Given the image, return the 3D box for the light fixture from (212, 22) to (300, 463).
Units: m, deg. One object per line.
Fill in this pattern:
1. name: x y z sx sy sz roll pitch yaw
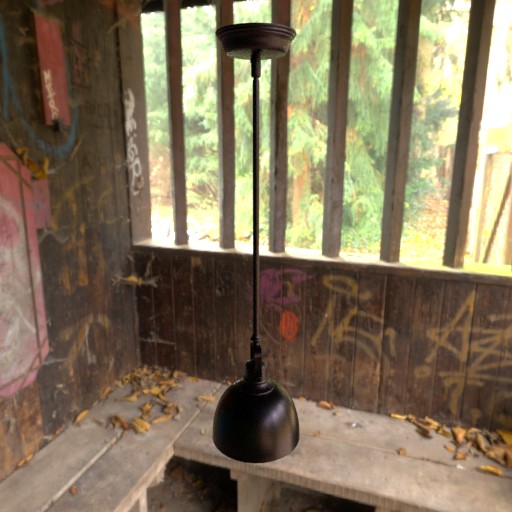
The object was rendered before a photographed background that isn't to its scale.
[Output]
1. light fixture: 0.000 0.000 0.835 0.182 0.768 0.182 -2 14 -9
